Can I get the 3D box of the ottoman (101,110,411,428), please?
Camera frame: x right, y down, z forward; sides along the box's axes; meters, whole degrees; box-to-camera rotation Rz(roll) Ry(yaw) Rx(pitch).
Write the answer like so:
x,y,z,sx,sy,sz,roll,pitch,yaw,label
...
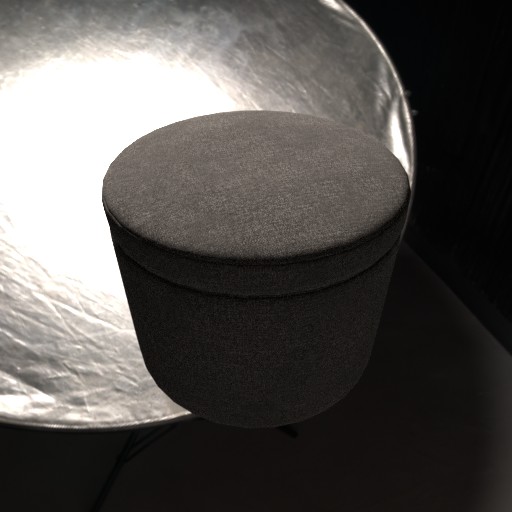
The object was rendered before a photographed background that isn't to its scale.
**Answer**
x,y,z,sx,sy,sz,roll,pitch,yaw,label
0.000,0.000,0.852,0.500,0.419,0.500,0,39,0,ottoman
